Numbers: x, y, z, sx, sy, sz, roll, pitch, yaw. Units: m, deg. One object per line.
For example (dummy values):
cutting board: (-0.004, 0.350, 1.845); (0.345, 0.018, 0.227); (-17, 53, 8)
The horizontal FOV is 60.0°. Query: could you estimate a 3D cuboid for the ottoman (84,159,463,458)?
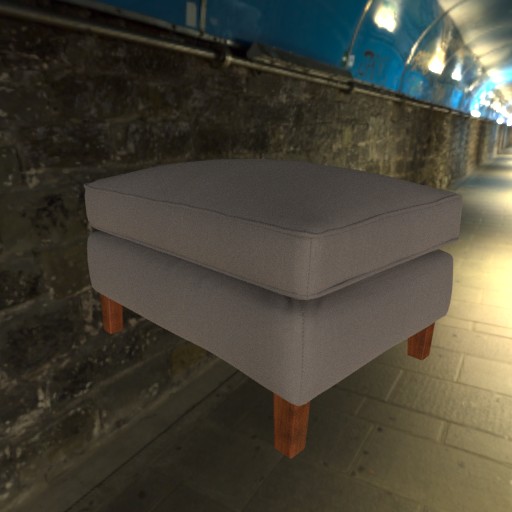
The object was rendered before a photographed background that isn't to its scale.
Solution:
ottoman: (0.000, 0.000, 0.958); (0.508, 0.406, 0.686); (-15, 22, -42)
